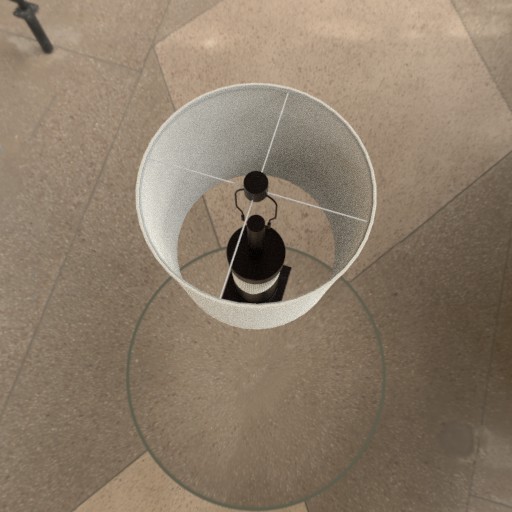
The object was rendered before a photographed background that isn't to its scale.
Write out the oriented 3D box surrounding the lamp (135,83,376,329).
[{"bbox_3d":[0.000,0.000,0.620,0.211,0.509,0.211,17,77,4],"label":"lamp"}]
